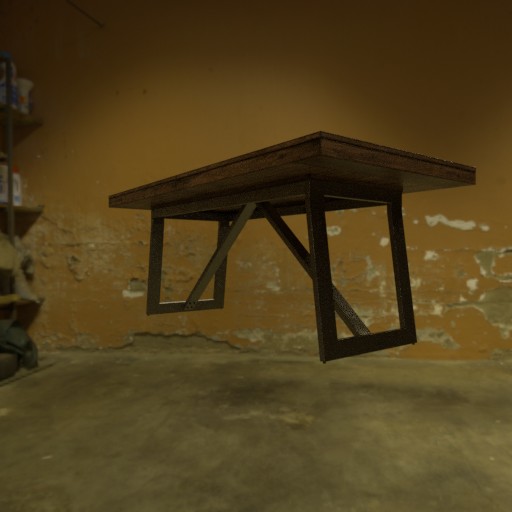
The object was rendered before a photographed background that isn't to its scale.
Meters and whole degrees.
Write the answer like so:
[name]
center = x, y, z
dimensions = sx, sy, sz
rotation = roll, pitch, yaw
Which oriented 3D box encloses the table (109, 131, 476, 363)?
[table]
center = 0.000, 0.000, 2.349
dimensions = 0.931, 0.757, 1.867
rotation = 0, 0, -37
